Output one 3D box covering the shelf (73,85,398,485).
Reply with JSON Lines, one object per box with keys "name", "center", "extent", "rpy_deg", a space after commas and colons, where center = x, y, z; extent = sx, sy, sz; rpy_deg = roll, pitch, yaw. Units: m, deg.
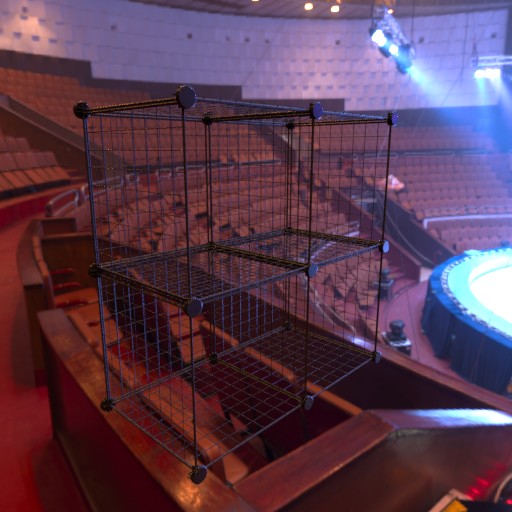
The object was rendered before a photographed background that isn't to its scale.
{"name": "shelf", "center": [0.000, 0.000, 1.116], "extent": [0.356, 0.711, 0.711], "rpy_deg": [13, 18, 42]}
